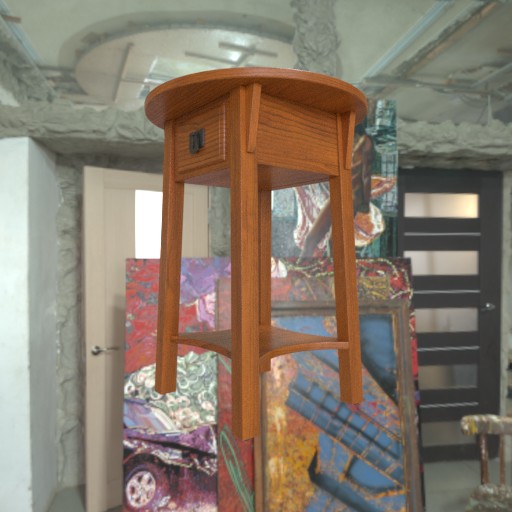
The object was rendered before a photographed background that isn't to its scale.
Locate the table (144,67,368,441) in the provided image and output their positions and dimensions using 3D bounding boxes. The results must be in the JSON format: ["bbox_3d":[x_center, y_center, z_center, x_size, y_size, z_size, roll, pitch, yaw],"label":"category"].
[{"bbox_3d":[0.000,0.000,0.939,0.457,0.610,0.457,0,1,0],"label":"table"}]
